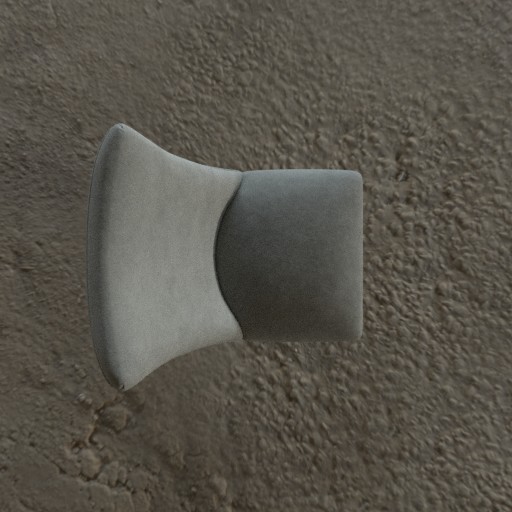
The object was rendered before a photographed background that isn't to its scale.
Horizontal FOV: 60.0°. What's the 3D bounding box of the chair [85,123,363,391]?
[{"bbox_3d":[0.000,0.000,1.218,0.610,0.902,0.495,0,90,0],"label":"chair"}]
